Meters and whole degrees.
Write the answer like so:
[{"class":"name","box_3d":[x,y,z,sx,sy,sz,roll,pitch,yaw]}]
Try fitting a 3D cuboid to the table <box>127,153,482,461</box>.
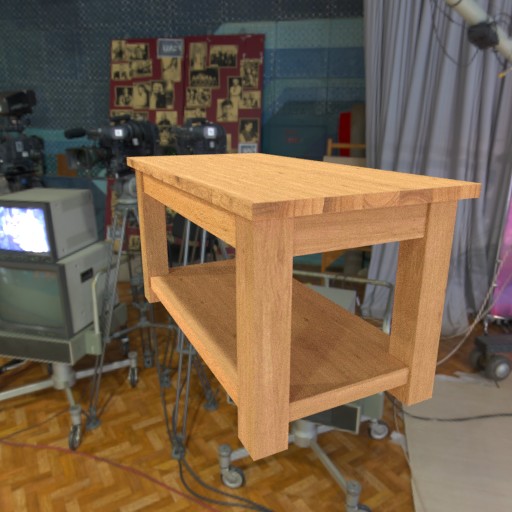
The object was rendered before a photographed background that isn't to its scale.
[{"class":"table","box_3d":[0.000,0.000,1.140,0.450,0.452,0.899,-8,19,-25]}]
